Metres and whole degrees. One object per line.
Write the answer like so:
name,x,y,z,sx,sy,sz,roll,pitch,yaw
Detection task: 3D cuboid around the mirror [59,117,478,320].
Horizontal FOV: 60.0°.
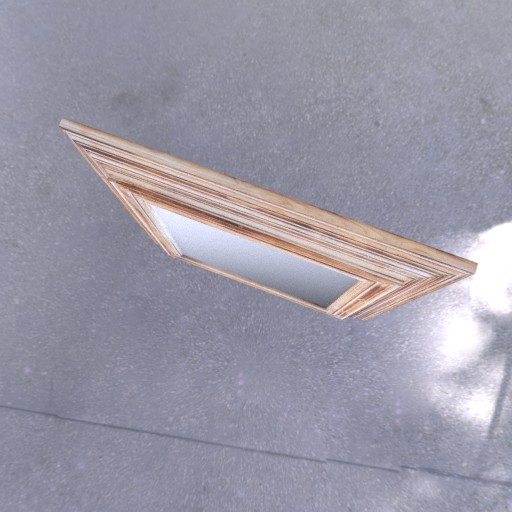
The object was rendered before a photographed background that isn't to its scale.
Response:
mirror,0.000,0.000,1.188,0.804,0.804,0.061,20,77,5
